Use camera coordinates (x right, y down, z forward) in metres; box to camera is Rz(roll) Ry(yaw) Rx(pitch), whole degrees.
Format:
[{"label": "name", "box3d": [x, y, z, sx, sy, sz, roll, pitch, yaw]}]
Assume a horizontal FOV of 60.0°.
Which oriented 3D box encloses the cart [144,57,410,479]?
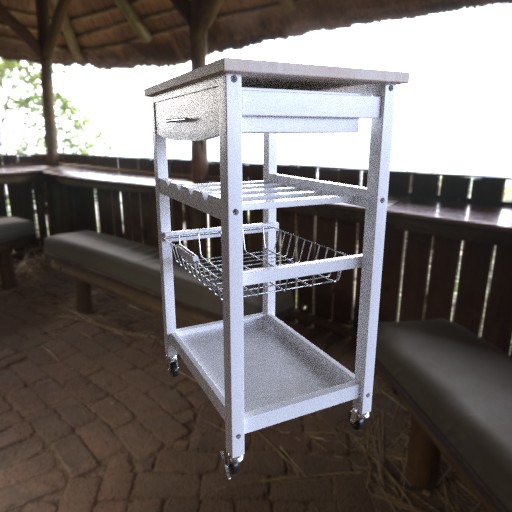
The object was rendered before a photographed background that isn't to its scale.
[{"label": "cart", "box3d": [0.000, 0.000, 1.166, 0.406, 0.857, 0.578, -7, 17, -25]}]
